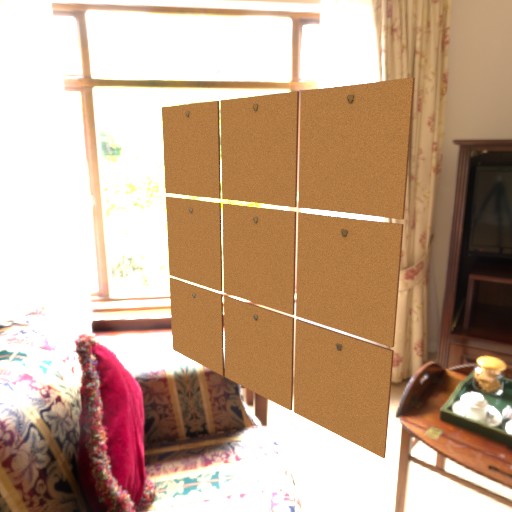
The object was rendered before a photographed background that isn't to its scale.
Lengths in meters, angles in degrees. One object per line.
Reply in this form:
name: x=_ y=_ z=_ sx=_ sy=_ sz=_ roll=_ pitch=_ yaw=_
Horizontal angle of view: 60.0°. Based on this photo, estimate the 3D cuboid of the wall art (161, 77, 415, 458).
wall art: x=0.000 y=0.000 z=2.242 sx=1.533 sy=1.532 sz=0.019 roll=13 pitch=18 yaw=43
